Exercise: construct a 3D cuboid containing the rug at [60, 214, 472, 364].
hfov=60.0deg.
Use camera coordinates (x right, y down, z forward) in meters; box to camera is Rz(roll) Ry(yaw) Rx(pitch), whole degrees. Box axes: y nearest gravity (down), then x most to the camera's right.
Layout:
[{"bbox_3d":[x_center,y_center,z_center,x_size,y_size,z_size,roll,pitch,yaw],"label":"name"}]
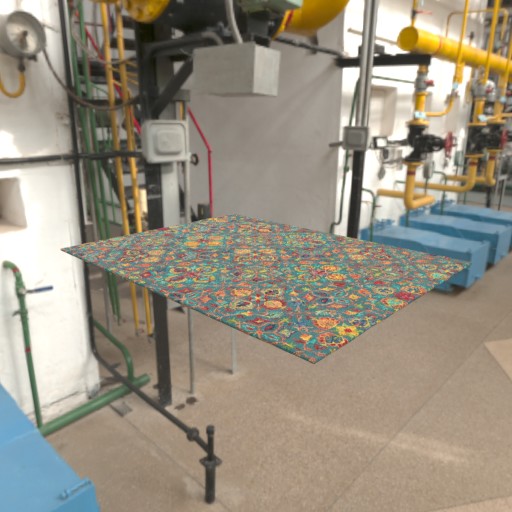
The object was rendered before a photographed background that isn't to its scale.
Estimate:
[{"bbox_3d":[0.000,0.000,4.301,3.204,0.025,2.434,16,23,41],"label":"rug"}]
